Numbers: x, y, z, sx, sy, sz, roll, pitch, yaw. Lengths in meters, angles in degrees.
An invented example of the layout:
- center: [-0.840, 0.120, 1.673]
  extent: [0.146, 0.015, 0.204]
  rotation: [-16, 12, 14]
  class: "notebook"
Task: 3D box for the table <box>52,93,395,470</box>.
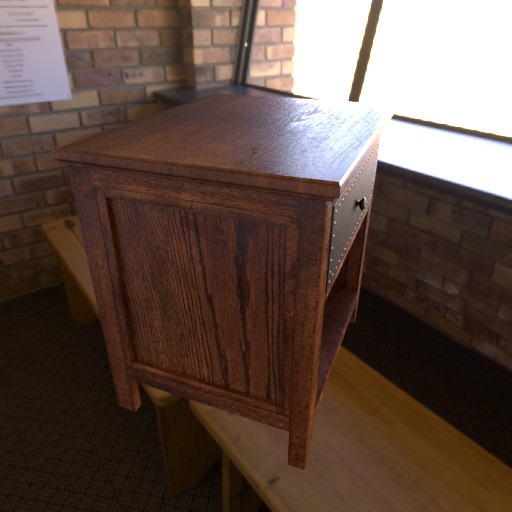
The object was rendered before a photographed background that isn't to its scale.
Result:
- center: [0.000, 0.000, 1.006]
  extent: [0.461, 0.597, 0.586]
  rotation: [11, 31, 19]
  class: "table"
